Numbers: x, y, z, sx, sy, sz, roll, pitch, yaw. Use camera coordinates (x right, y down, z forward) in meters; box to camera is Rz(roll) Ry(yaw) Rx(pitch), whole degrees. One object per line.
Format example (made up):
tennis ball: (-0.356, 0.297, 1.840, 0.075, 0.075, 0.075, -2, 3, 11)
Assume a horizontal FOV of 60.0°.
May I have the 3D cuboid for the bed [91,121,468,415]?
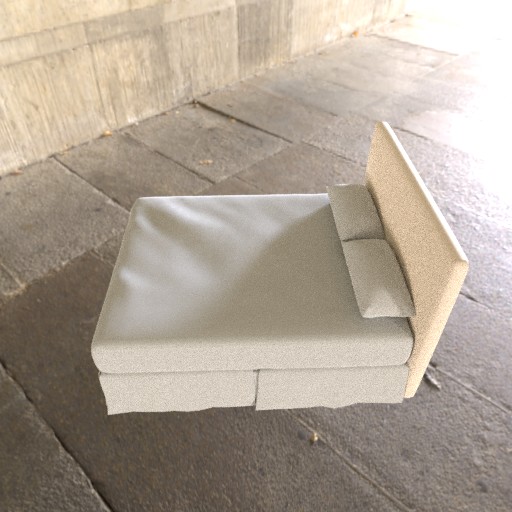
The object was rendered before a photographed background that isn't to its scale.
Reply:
bed: (0.000, 0.000, 3.252, 2.142, 1.330, 1.748, -1, 41, -1)
